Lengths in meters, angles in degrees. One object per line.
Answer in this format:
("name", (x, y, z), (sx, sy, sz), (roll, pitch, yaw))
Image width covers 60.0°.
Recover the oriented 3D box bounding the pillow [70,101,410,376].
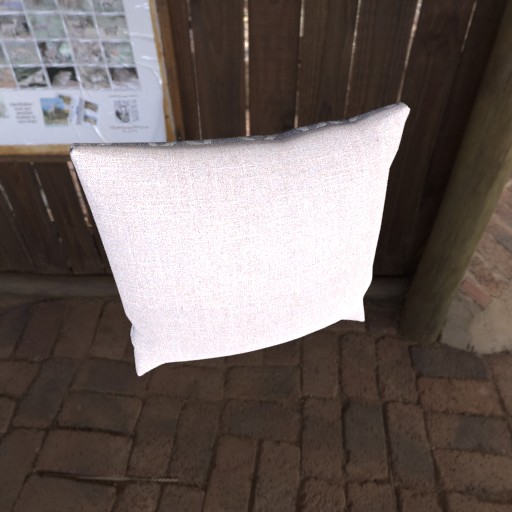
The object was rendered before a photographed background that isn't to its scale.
("pillow", (0.000, 0.000, 0.789), (0.508, 0.498, 0.215), (-12, 41, -14))
